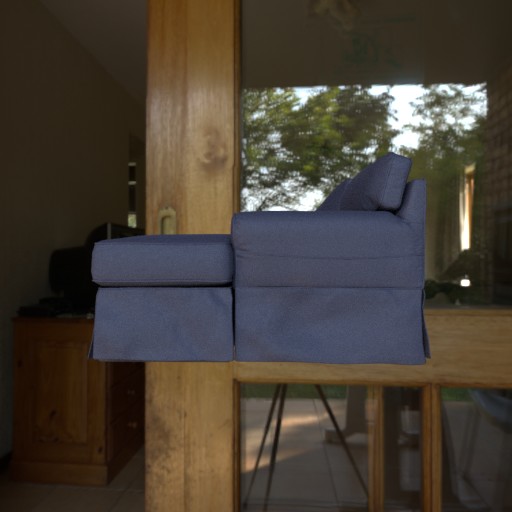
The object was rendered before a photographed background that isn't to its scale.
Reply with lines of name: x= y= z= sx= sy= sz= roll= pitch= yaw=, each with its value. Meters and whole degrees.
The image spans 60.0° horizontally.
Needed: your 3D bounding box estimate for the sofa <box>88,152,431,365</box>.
sofa: x=0.000 y=0.000 z=3.301 sx=1.637 sy=1.039 sz=2.518 roll=0 pitch=-1 yaw=-1
